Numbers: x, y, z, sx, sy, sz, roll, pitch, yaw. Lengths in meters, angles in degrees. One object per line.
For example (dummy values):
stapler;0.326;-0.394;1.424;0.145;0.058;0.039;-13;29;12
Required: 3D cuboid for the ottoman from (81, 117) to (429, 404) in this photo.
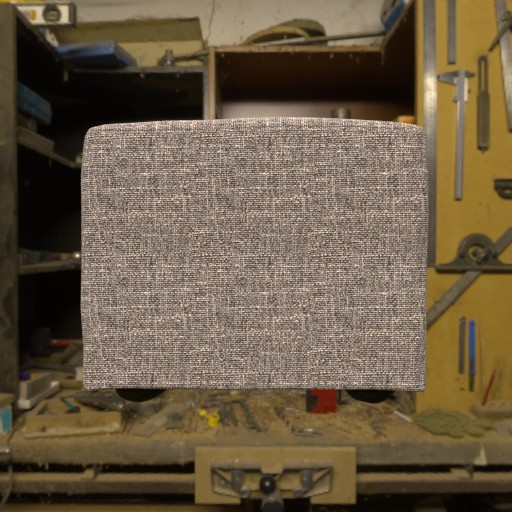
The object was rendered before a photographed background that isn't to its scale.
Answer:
ottoman;0.000;0.000;0.891;0.512;0.453;0.521;0;2;1
